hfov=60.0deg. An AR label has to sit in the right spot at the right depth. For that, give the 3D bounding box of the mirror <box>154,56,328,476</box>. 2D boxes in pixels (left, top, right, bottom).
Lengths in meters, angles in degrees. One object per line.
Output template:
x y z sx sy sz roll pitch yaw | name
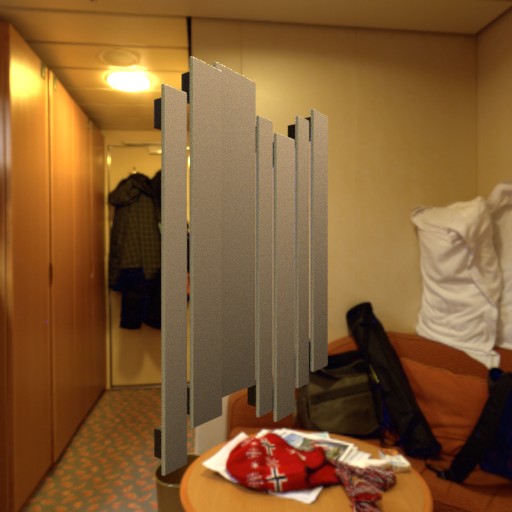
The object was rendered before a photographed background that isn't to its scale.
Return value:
0.000 0.000 0.784 0.058 0.611 0.445 0 0 36 | mirror
